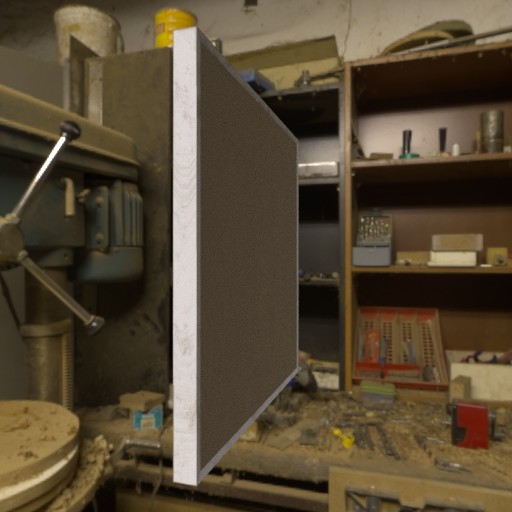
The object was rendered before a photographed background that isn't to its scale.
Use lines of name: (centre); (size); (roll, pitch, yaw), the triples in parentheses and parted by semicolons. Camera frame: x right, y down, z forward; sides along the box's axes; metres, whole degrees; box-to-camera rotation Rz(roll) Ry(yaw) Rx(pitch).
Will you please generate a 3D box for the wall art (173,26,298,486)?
wall art: (0.000, 0.000, 0.733); (0.029, 0.506, 0.508); (0, 0, 18)
